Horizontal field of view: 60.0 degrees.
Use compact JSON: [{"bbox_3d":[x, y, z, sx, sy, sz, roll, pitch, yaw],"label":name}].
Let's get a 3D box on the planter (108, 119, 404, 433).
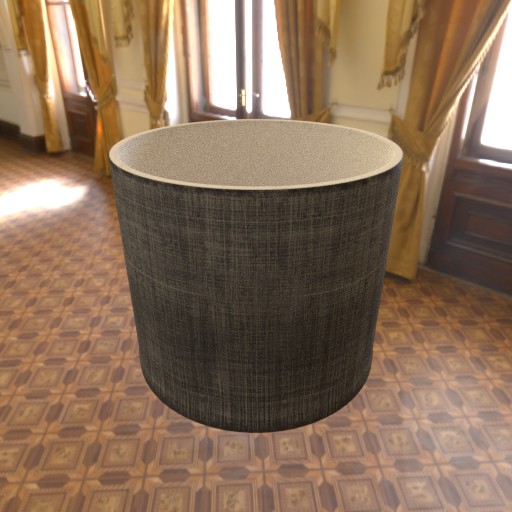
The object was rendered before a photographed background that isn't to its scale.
[{"bbox_3d":[0.000,0.000,0.314,0.178,0.157,0.178,0,27,0],"label":"planter"}]
